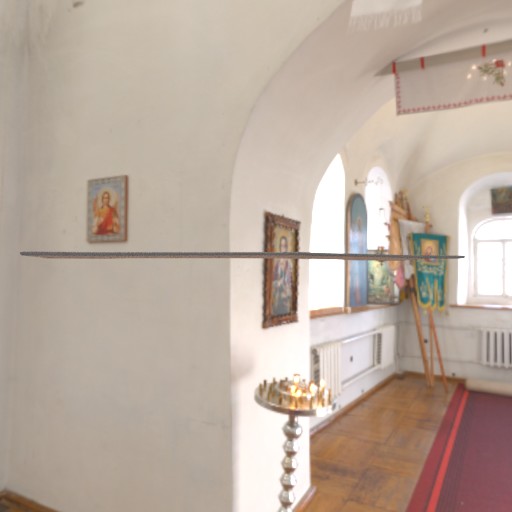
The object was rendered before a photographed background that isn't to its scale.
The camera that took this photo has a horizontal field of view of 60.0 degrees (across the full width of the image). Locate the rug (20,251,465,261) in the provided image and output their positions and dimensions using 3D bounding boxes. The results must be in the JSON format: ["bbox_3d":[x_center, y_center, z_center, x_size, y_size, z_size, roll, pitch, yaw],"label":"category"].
[{"bbox_3d":[0.000,0.000,2.569,2.341,0.037,0.675,0,-2,-16],"label":"rug"}]
